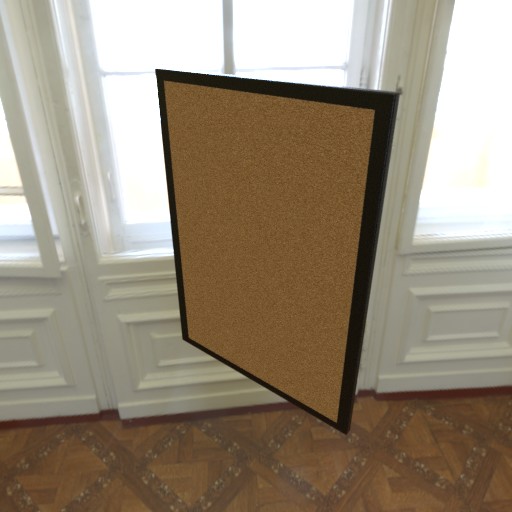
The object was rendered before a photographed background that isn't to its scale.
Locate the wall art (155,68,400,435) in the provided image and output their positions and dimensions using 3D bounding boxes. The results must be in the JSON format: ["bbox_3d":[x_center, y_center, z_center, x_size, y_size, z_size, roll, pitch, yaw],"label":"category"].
[{"bbox_3d":[0.000,0.000,0.876,0.480,0.657,0.016,21,35,33],"label":"wall art"}]
